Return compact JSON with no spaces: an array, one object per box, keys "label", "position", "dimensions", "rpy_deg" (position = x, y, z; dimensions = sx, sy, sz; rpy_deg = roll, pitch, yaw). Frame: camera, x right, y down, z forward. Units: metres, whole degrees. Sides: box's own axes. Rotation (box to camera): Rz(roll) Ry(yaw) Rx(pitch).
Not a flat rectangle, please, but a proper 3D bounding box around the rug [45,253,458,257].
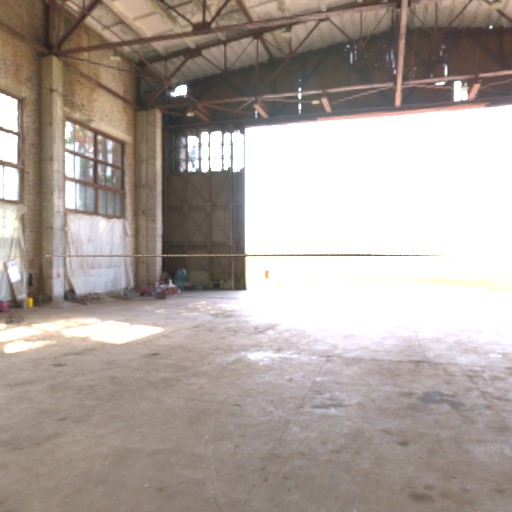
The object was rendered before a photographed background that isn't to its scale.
[{"label":"rug","position":[0.000,0.000,4.055],"dimensions":[2.980,0.012,2.363],"rpy_deg":[0,0,36]}]
